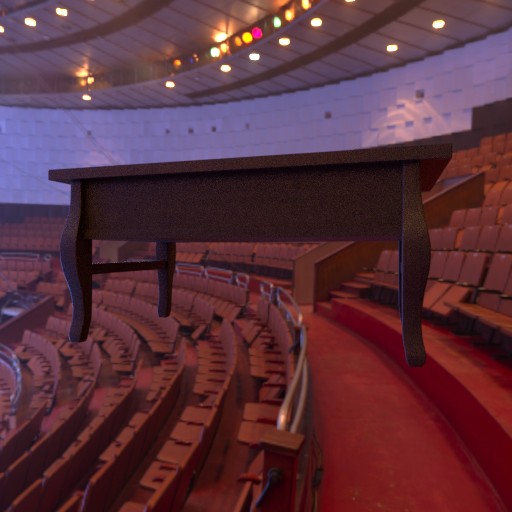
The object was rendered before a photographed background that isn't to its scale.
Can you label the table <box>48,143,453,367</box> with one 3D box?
[{"bbox_3d":[0.000,0.000,1.389,1.062,0.494,0.600,0,1,17],"label":"table"}]
